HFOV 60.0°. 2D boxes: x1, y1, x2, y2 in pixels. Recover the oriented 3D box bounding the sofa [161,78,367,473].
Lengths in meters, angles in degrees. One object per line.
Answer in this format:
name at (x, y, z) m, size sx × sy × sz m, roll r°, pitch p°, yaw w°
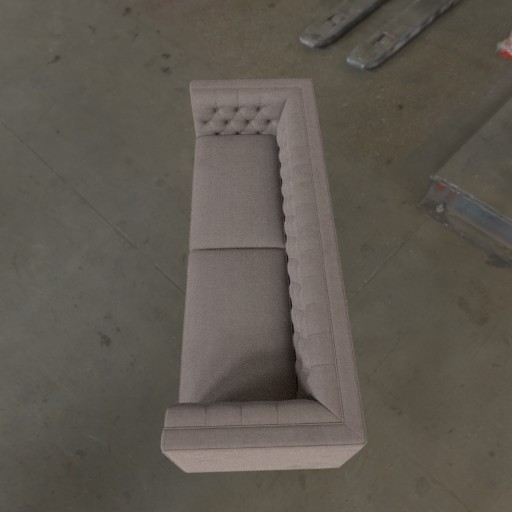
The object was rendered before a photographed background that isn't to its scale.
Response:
sofa at (0.000, 0.000, 2.525) m, size 0.775 × 0.762 × 2.159 m, roll -1°, pitch 58°, yaw -1°
